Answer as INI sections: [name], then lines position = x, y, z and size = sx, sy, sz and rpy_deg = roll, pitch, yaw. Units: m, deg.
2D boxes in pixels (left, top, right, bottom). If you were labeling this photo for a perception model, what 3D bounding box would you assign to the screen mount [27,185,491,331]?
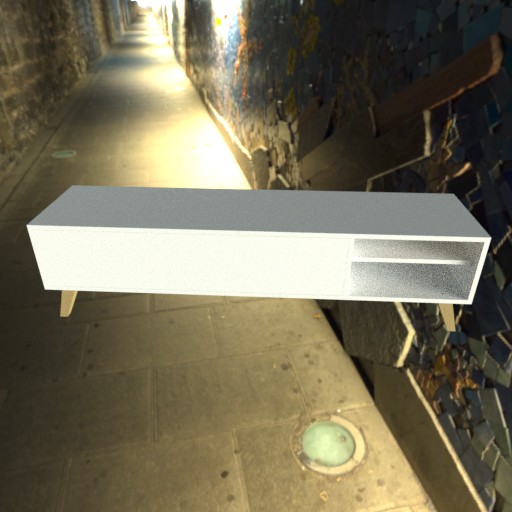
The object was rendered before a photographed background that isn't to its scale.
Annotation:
[screen mount]
position = 0.000, 0.000, 1.846
size = 1.644, 0.432, 0.399
rpy_deg = 2, 30, 3
